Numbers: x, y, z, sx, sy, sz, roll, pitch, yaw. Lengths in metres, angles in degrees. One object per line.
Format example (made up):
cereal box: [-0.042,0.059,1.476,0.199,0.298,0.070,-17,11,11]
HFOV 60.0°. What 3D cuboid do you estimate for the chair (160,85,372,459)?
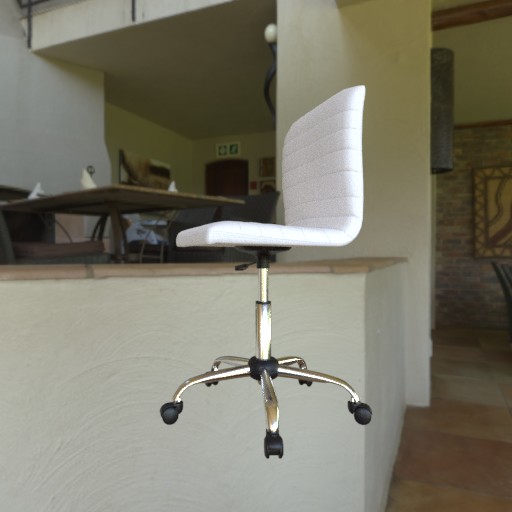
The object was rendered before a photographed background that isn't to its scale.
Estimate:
chair: [0.000,0.000,1.064,0.455,0.750,0.520,0,1,-19]
